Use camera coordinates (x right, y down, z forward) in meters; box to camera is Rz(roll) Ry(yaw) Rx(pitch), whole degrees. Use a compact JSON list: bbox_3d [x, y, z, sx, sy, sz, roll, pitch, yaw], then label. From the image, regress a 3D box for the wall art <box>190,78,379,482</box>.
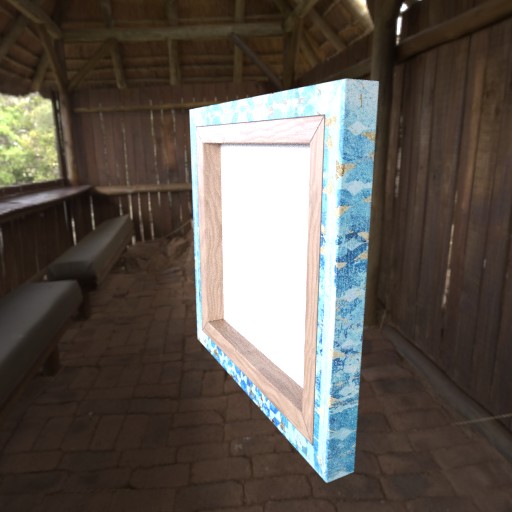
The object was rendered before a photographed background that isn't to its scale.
[{"bbox_3d":[0.000,0.000,0.606,0.037,0.405,0.405,-7,16,-26],"label":"wall art"}]
